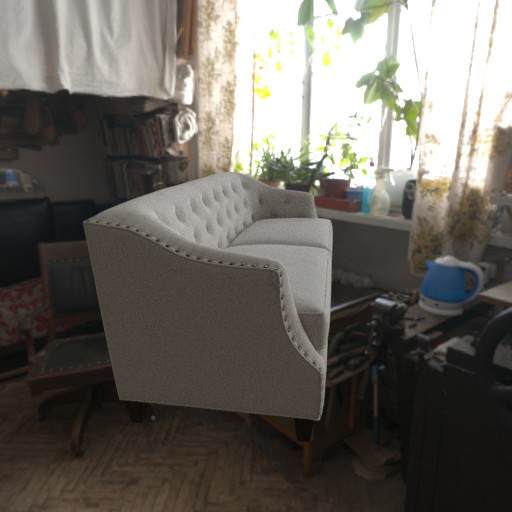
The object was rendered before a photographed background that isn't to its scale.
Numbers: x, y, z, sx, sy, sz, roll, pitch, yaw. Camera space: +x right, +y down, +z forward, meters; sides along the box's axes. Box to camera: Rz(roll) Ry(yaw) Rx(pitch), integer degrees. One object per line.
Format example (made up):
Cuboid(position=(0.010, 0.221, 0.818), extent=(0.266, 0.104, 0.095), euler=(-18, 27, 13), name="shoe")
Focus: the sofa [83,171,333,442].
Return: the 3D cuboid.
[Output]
Cuboid(position=(0.000, 0.000, 2.704), extent=(0.914, 0.901, 2.235), euler=(3, 15, 10), name="sofa")
